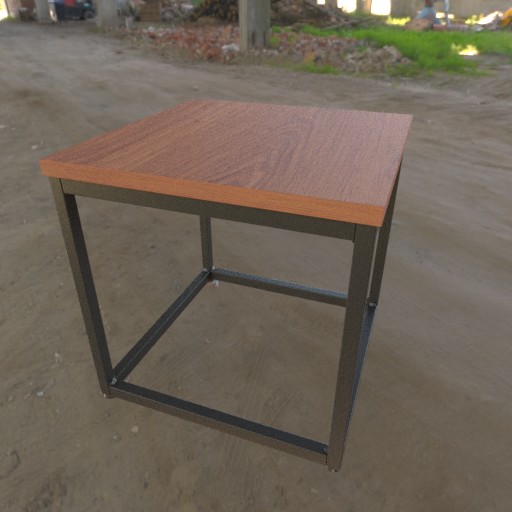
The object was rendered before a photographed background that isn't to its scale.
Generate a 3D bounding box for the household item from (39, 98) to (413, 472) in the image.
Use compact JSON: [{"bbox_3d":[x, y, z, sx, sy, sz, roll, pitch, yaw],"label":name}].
[{"bbox_3d":[0.000,0.000,0.726,0.400,0.400,0.400,11,32,18],"label":"household item"}]
